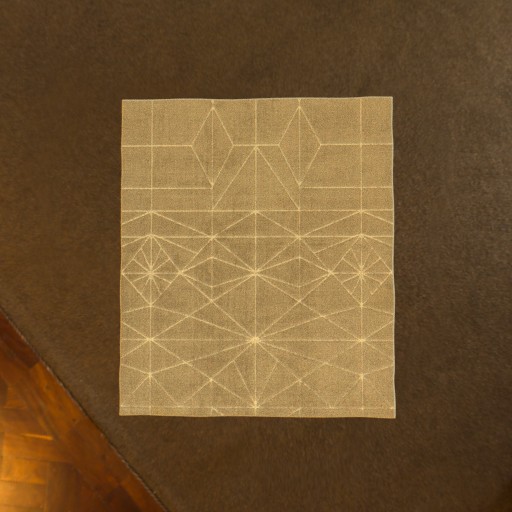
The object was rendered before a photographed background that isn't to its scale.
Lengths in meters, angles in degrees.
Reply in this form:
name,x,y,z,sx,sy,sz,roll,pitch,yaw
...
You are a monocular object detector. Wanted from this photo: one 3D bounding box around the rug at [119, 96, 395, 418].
name,x,y,z,sx,sy,sz,roll,pitch,yaw
rug,0.000,0.000,0.886,0.548,0.006,0.639,0,88,2
